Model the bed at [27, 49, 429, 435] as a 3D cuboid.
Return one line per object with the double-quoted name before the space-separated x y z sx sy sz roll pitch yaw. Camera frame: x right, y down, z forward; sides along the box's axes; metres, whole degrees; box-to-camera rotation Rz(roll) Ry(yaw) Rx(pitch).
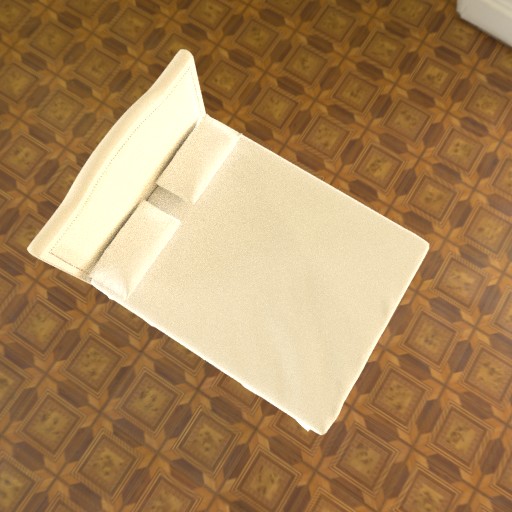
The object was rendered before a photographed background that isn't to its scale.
"bed" 0.000 0.000 3.357 2.282 1.436 1.821 32 79 7
